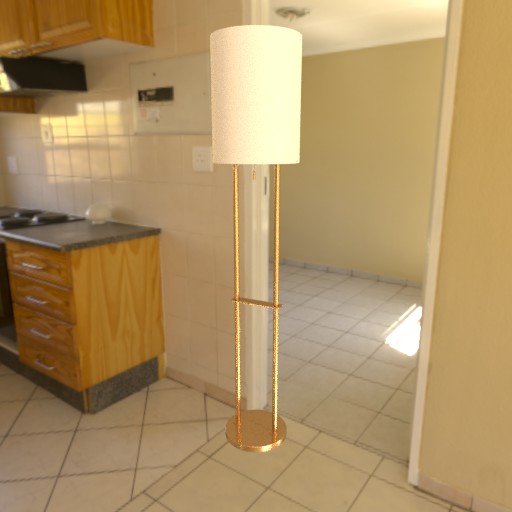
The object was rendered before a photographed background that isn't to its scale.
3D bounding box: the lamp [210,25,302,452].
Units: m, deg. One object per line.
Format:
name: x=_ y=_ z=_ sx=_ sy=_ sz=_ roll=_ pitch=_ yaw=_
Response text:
lamp: x=0.000 y=0.000 z=1.654 sx=0.306 sy=1.500 sz=0.305 roll=7 pitch=15 yaw=25
